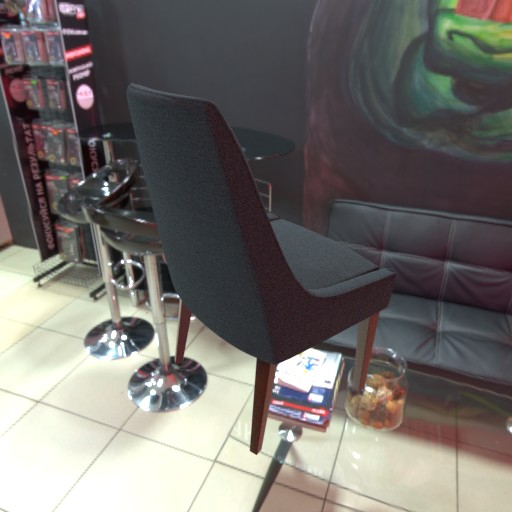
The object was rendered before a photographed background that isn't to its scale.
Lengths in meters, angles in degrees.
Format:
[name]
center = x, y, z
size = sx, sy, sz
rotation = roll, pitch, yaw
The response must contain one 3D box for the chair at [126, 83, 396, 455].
[chair]
center = 0.000, 0.000, 1.174
size = 0.544, 0.861, 0.529
rotation = -18, 32, -32
